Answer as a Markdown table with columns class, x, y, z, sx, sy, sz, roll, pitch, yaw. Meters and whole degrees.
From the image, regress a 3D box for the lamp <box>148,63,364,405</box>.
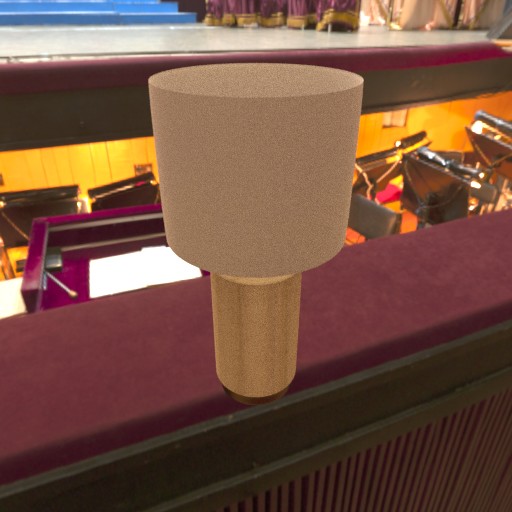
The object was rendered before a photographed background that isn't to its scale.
| class | x | y | z | sx | sy | sz | roll | pitch | yaw |
| --- | --- | --- | --- | --- | --- | --- | --- | --- | --- |
| lamp | 0.000 | 0.000 | 0.586 | 0.228 | 0.444 | 0.228 | -11 | 32 | -18 |
